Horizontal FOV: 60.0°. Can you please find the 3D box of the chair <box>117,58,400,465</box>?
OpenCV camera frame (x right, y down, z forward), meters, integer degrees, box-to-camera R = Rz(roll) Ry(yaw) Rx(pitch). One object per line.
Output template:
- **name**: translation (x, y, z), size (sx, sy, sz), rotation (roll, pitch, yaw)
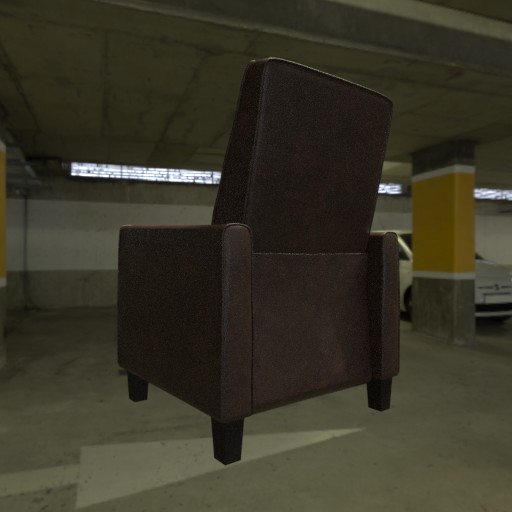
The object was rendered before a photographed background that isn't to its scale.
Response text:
- **chair**: translation (0.000, 0.000, 1.509), size (0.705, 1.013, 0.746), rotation (0, 0, -38)
